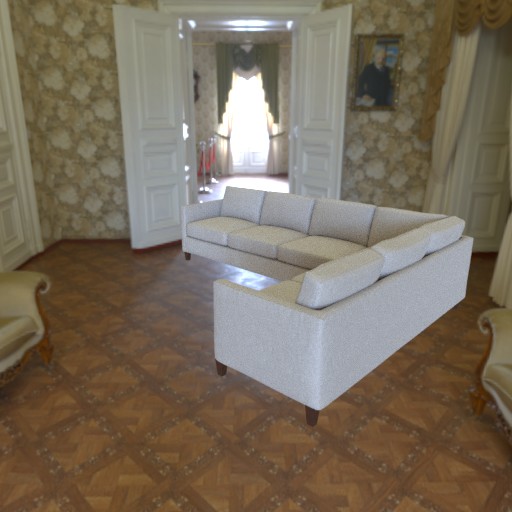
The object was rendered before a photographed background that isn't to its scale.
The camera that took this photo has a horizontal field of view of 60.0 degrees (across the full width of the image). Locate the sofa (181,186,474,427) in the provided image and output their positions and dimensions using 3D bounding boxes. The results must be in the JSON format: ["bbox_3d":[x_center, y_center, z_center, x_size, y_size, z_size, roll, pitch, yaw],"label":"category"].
[{"bbox_3d":[0.000,0.000,4.437,3.333,0.934,2.522,15,23,41],"label":"sofa"}]
